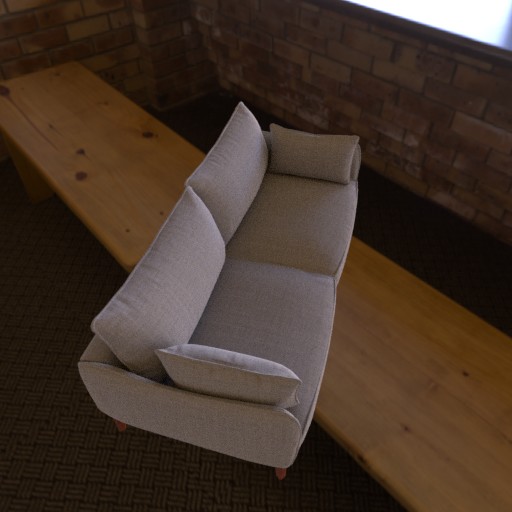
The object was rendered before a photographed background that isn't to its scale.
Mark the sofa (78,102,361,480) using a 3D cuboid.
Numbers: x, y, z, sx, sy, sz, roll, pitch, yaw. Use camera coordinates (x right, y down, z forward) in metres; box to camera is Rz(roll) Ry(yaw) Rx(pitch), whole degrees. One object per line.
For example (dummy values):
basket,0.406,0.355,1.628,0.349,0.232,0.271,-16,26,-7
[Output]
sofa,0.000,0.000,2.443,0.972,0.851,1.989,12,48,11
